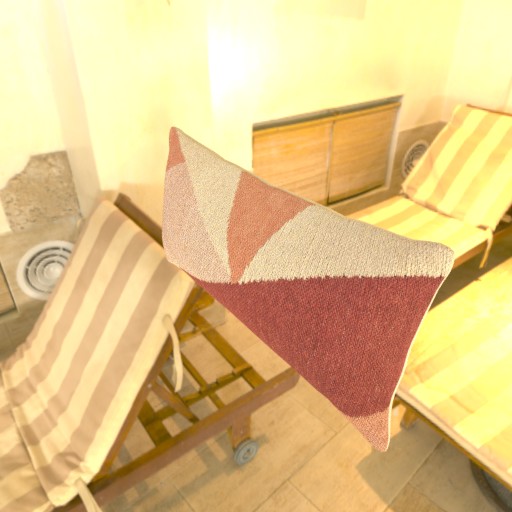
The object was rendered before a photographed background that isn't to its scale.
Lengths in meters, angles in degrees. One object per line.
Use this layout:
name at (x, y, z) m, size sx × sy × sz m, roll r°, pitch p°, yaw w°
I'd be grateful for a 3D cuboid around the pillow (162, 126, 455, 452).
pillow at (0.000, 0.000, 0.717) m, size 0.155 × 0.292 × 0.609 m, roll -22°, pitch 38°, yaw -31°
